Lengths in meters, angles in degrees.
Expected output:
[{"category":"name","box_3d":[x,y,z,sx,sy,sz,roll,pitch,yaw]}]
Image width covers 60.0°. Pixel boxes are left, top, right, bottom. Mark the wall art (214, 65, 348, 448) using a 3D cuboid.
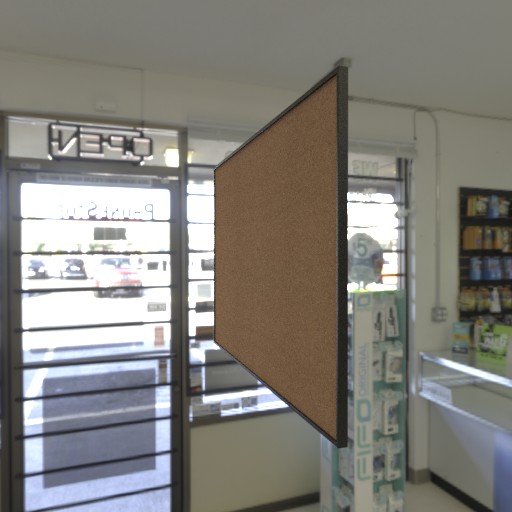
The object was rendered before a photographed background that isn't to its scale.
[{"category":"wall art","box_3d":[0.000,0.000,1.221,0.019,0.660,0.957,0,0,-18]}]
